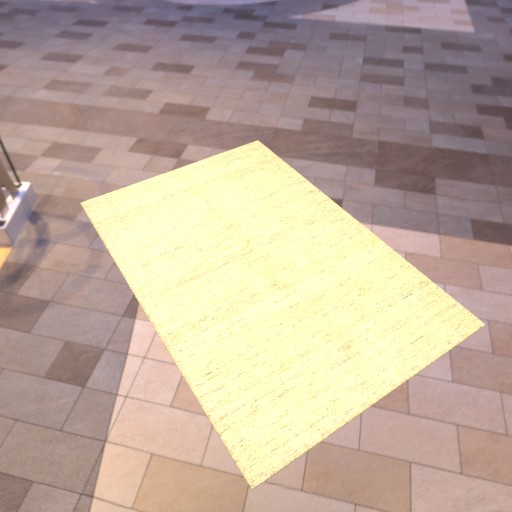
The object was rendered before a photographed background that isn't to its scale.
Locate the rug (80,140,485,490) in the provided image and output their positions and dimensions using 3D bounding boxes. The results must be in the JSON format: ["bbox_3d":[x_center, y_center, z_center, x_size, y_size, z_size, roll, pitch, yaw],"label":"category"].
[{"bbox_3d":[0.000,0.000,2.289,1.250,0.015,1.850,-25,51,-22],"label":"rug"}]
